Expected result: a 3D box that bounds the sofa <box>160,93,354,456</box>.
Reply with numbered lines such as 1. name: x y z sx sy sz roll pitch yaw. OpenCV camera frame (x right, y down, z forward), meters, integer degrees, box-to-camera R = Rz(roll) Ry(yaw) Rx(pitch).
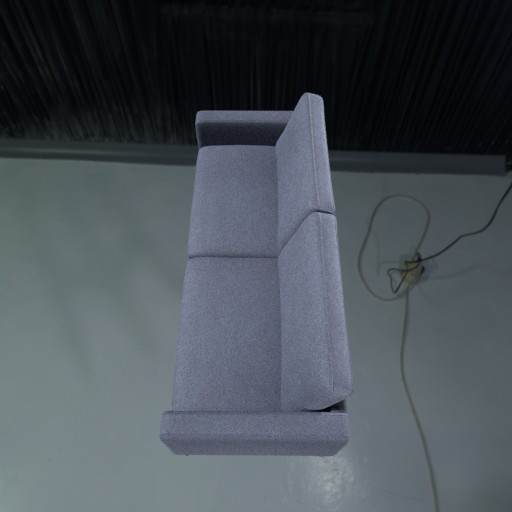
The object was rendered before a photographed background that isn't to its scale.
1. sofa: 0.000 0.000 2.391 0.774 0.828 1.925 0 58 0
